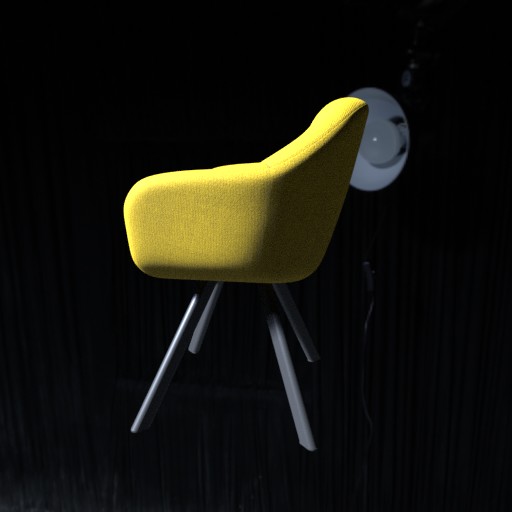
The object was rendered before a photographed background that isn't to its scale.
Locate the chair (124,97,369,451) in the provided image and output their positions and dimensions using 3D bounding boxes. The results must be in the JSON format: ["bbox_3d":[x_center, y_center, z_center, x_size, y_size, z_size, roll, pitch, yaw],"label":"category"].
[{"bbox_3d":[0.000,0.000,1.193,0.550,0.795,0.590,2,13,9],"label":"chair"}]
